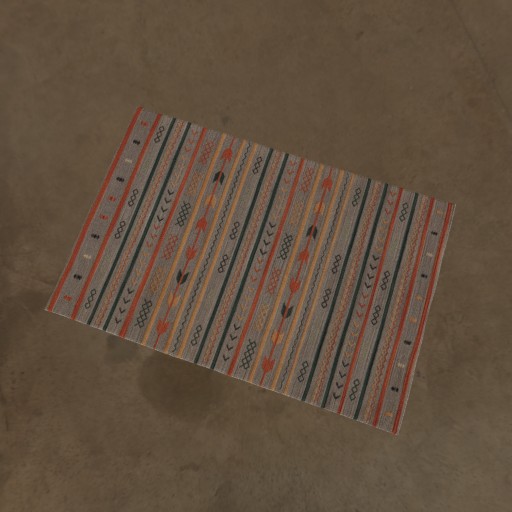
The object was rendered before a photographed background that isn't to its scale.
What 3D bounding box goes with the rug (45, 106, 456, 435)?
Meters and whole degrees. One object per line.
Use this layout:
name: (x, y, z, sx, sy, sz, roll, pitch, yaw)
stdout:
rug: (0.000, 0.000, 2.295, 1.835, 0.017, 1.220, 18, 77, 4)
